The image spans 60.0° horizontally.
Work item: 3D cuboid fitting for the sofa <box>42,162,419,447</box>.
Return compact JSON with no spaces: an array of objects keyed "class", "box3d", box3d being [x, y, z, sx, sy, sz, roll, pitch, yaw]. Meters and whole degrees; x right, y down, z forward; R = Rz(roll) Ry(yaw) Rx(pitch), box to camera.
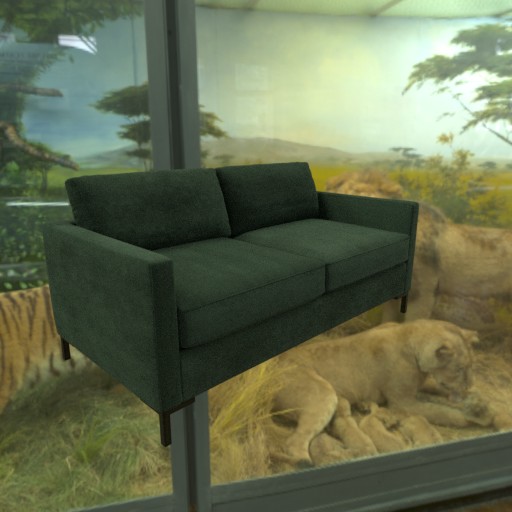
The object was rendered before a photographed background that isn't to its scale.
[{"class":"sofa","box3d":[0.000,0.000,2.141,1.676,0.817,0.875,-15,21,-42]}]
